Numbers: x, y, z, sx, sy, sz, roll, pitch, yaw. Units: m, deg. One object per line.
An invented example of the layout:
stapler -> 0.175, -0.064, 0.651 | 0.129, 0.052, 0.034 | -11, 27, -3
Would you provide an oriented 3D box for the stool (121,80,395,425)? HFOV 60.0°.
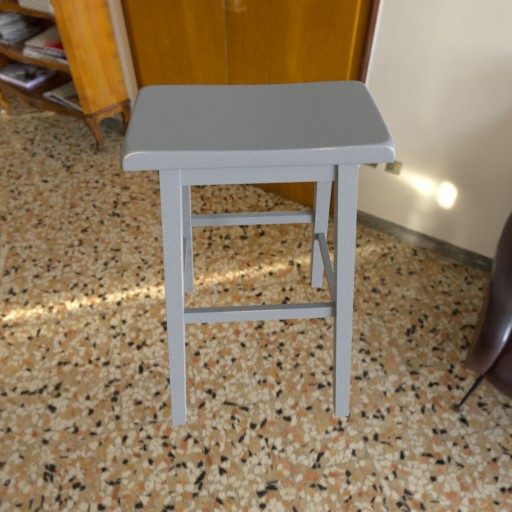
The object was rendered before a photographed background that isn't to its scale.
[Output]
stool -> 0.000, 0.000, 1.052 | 0.457, 0.737, 0.476 | -2, 46, -2
